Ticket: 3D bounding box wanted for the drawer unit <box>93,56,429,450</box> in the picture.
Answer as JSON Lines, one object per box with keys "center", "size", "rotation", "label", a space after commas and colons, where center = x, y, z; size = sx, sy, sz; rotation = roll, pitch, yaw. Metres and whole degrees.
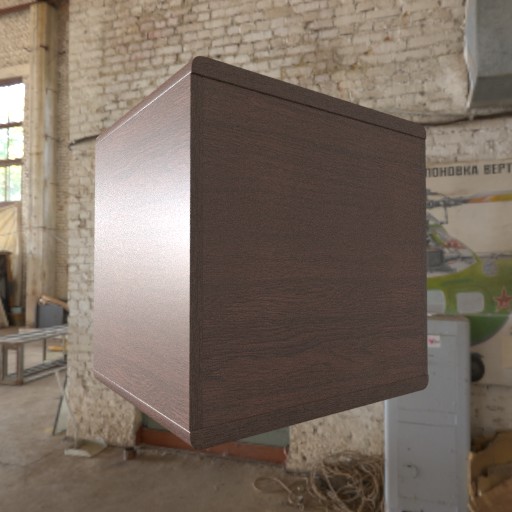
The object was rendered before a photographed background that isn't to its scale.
{"center": [0.000, 0.000, 0.596], "size": [0.344, 0.344, 0.290], "rotation": [1, -2, -36], "label": "drawer unit"}
